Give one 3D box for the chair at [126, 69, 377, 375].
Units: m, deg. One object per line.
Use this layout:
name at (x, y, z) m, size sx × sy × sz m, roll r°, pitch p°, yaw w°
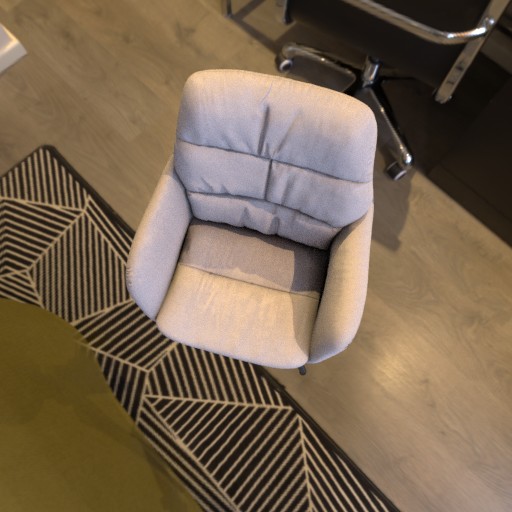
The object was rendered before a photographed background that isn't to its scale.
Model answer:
chair at (0.000, 0.000, 1.237) m, size 0.579 × 0.888 × 0.569 m, roll 14°, pitch 75°, yaw 4°
